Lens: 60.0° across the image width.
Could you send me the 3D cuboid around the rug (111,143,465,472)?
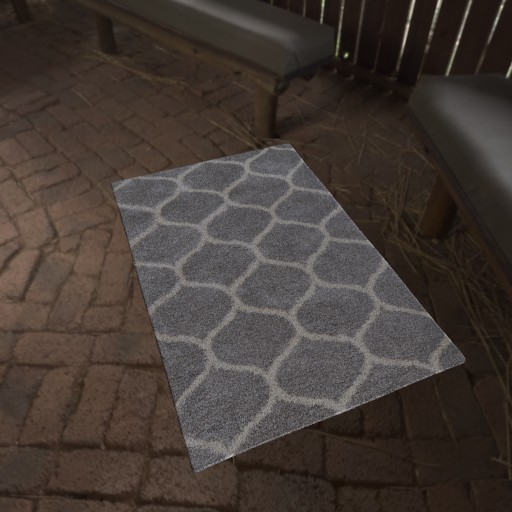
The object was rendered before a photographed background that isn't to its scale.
[{"bbox_3d":[0.000,0.000,3.437,1.801,0.026,2.701,-16,49,-15],"label":"rug"}]
